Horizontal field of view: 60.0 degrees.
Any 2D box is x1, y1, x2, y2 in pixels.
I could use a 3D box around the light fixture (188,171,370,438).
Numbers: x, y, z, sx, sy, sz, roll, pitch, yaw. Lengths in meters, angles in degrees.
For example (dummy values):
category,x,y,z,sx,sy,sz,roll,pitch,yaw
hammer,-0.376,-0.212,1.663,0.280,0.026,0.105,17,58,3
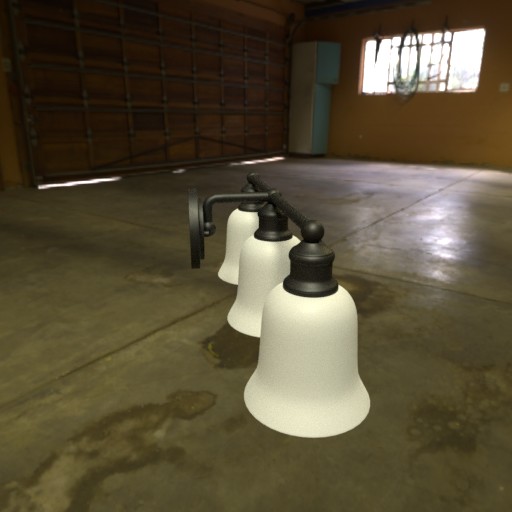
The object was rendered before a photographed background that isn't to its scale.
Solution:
category,x,y,z,sx,sy,sz,roll,pitch,yaw
light fixture,0.000,0.000,0.681,0.198,0.211,0.570,-3,18,-8
